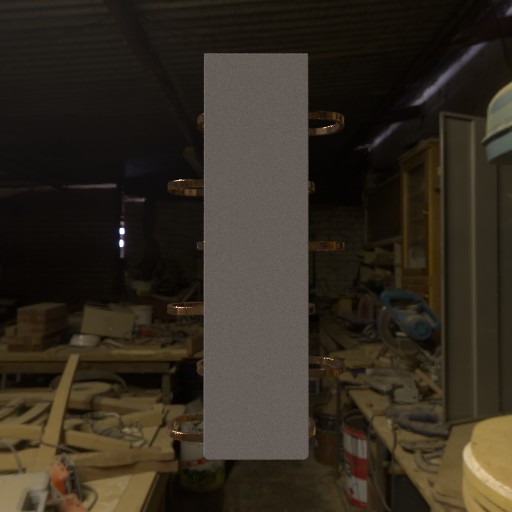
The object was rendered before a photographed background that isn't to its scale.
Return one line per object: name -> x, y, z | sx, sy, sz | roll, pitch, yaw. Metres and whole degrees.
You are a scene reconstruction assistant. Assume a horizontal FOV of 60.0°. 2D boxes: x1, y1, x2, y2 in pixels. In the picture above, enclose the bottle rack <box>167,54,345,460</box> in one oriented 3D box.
bottle rack -> 0.000, 0.000, 0.833 | 0.332, 0.709, 0.118 | 0, -1, 0
